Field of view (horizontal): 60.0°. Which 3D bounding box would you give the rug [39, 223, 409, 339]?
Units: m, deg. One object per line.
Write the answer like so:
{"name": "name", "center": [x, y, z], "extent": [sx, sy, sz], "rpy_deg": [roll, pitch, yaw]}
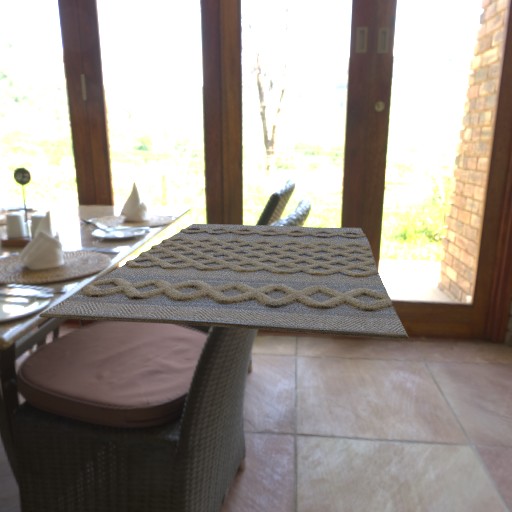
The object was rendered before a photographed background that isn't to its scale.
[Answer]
{"name": "rug", "center": [0.000, 0.000, 2.291], "extent": [1.222, 0.030, 1.823], "rpy_deg": [2, 14, 8]}
